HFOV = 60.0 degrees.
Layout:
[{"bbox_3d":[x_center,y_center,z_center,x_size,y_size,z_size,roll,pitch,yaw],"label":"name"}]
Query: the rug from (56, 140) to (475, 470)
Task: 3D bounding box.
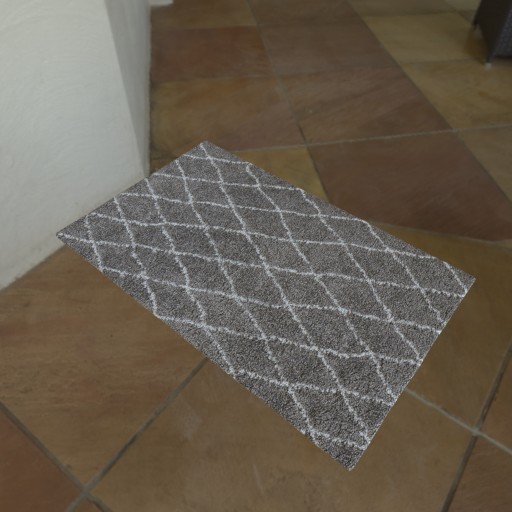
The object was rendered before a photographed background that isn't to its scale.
[{"bbox_3d":[0.000,0.000,2.998,2.438,0.030,1.524,32,55,25],"label":"rug"}]
